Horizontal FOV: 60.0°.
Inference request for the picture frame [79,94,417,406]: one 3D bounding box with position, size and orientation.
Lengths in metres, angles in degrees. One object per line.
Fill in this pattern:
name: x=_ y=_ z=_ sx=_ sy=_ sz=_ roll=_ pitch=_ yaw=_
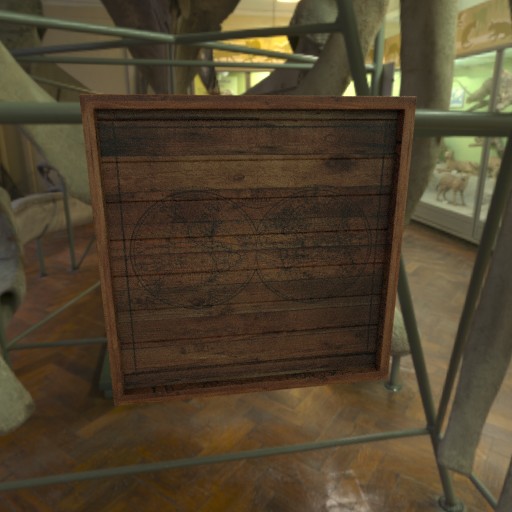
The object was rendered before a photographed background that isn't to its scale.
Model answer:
picture frame: x=0.000 y=0.000 z=0.523 sx=0.352 sy=0.356 sz=0.028 roll=-3 pitch=18 yaw=-9
